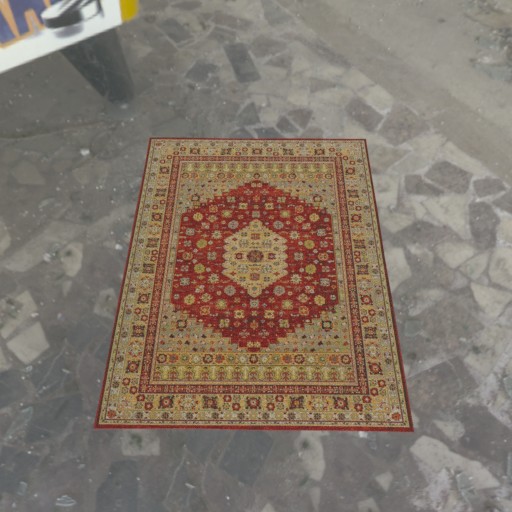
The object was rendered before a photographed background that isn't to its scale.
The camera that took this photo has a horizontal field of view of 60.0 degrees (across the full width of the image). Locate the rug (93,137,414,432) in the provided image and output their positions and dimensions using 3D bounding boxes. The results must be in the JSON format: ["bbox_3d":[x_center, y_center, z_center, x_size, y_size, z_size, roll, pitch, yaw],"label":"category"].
[{"bbox_3d":[0.000,0.000,4.092,2.387,0.013,3.053,1,58,0],"label":"rug"}]
